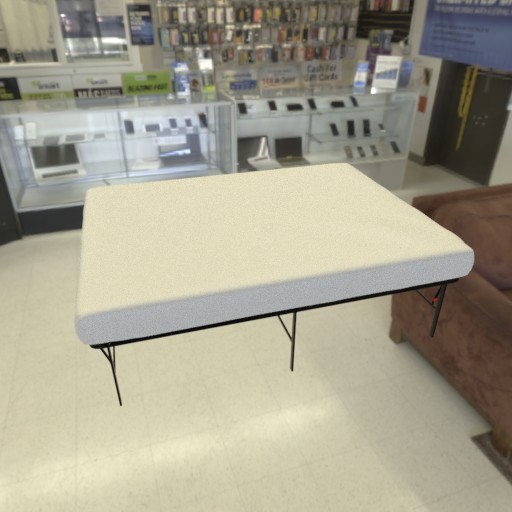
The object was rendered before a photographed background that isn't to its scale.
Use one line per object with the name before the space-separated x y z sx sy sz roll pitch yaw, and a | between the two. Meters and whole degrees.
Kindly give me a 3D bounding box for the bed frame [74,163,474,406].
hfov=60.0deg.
bed frame | 0.000 0.000 2.944 2.151 0.667 1.584 -9 32 -14
